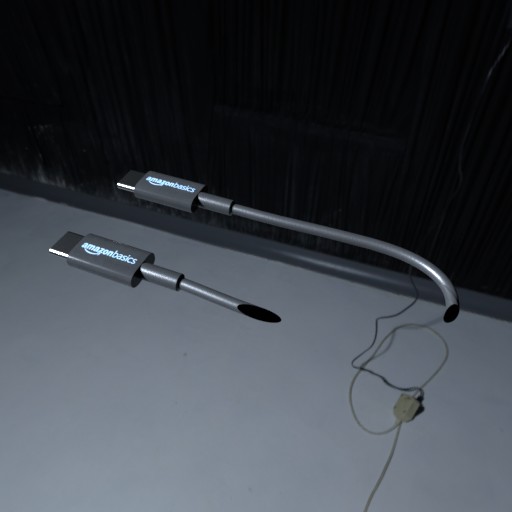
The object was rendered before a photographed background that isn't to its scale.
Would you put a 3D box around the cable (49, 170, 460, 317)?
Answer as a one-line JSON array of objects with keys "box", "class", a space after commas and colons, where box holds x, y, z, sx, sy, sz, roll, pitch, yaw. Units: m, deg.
[{"box": [0.000, 0.000, 0.112, 0.098, 0.005, 0.041, 17, 48, 15], "class": "cable"}]
